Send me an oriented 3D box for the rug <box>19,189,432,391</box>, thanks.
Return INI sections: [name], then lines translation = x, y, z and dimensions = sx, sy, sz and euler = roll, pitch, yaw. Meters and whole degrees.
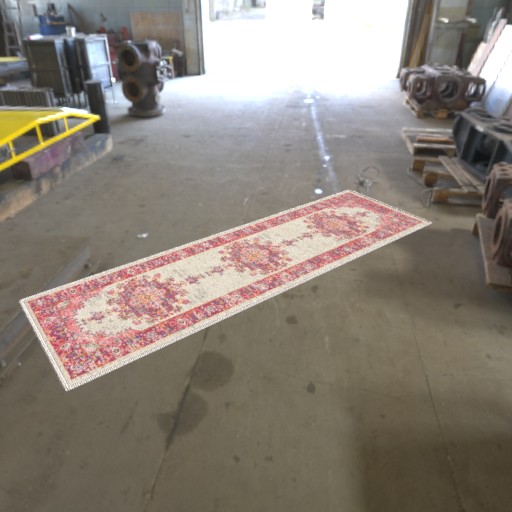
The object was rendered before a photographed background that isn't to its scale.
[rug]
translation = 0.000, 0.000, 1.952
dimensions = 1.824, 0.009, 0.562
euler = -21, 36, -32
